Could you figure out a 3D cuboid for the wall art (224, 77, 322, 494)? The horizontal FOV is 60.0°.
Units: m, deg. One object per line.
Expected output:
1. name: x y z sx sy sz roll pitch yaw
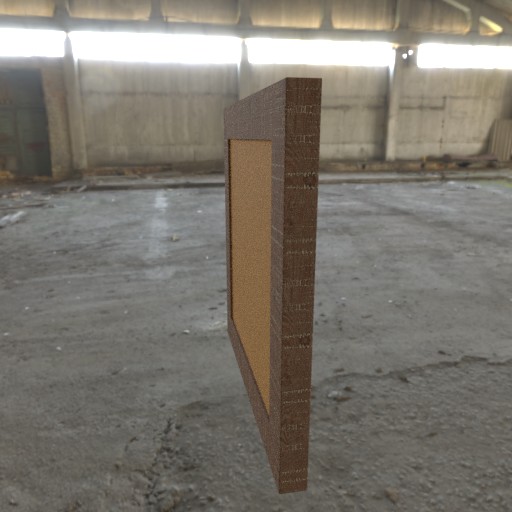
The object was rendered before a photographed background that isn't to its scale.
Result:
1. wall art: 0.000 0.000 0.790 0.040 0.531 0.531 -3 15 -11
